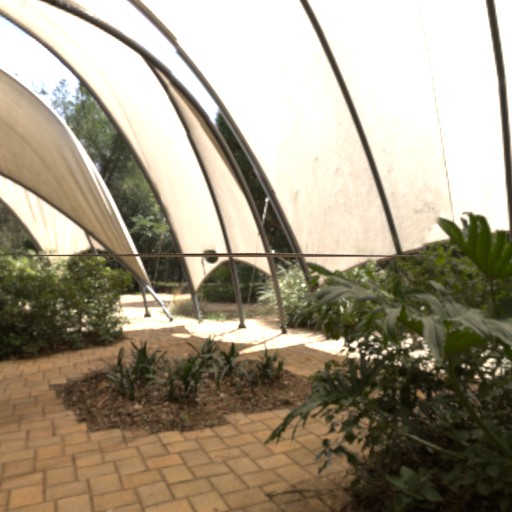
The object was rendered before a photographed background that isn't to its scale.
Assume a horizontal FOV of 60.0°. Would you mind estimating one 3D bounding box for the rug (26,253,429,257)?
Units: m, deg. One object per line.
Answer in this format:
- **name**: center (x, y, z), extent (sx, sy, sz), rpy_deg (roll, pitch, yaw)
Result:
- **rug**: center (0.000, 0.000, 5.206), extent (2.894, 0.011, 3.957), rpy_deg (0, 0, 36)
